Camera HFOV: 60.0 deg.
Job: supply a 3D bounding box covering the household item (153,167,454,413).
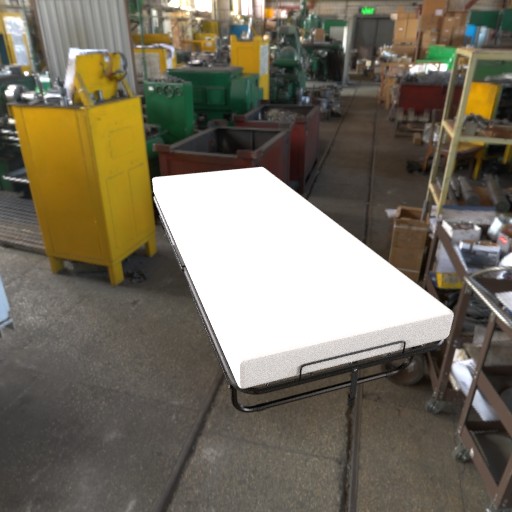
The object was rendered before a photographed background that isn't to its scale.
[{"bbox_3d":[0.000,0.000,2.208,0.787,0.356,1.905,-9,28,-17],"label":"household item"}]
